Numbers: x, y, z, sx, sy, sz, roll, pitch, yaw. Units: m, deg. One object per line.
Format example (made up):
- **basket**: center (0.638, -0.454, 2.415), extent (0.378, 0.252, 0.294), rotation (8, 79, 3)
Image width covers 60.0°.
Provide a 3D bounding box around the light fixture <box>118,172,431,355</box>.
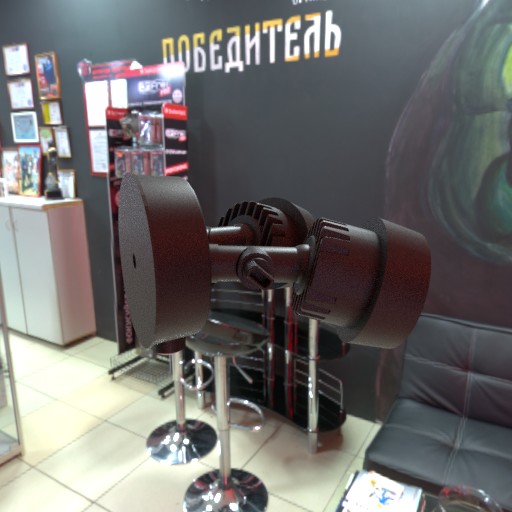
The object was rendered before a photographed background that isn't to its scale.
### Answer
- **light fixture**: center (0.000, 0.000, 0.312), extent (0.168, 0.120, 0.213), rotation (-7, 15, -25)
